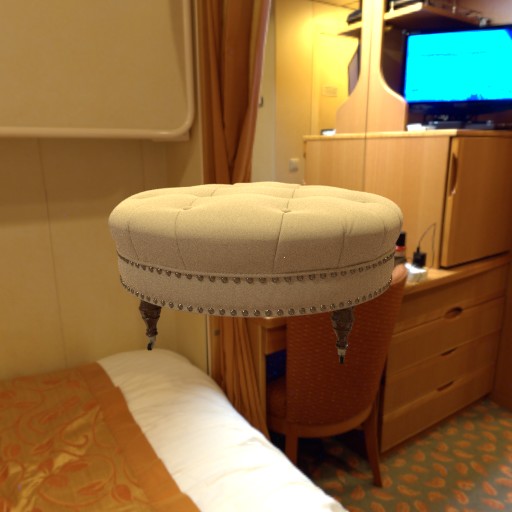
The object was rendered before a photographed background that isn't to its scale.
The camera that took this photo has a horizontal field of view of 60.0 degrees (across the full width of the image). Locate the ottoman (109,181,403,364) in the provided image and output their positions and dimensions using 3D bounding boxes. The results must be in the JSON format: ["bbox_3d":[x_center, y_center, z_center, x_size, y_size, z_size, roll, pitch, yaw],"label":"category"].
[{"bbox_3d":[0.000,0.000,1.430,0.901,0.439,0.901,0,14,0],"label":"ottoman"}]
